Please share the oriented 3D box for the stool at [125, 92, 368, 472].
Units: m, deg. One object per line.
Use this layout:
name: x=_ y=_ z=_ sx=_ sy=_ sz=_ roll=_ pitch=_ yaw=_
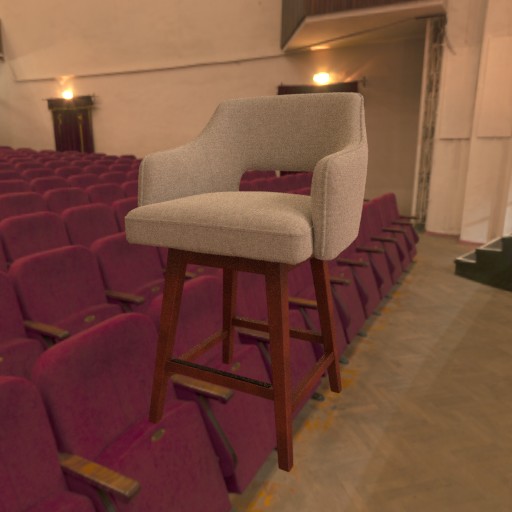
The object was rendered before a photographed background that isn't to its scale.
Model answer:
stool: x=0.000 y=0.000 z=1.300 sx=0.599 sy=0.944 sz=0.558 roll=7 pitch=16 yaw=27
